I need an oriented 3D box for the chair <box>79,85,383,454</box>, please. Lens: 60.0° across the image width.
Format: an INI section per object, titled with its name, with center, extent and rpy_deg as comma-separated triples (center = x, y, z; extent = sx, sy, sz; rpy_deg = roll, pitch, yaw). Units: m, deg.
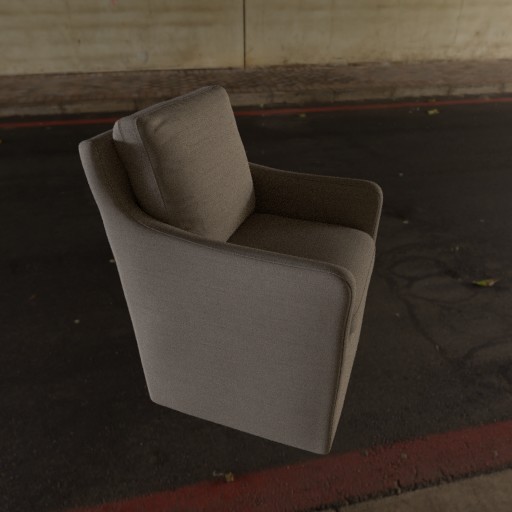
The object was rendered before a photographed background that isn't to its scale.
[chair]
center = 0.000, 0.000, 1.376
extent = 0.694, 0.914, 0.626
rpy_deg = 11, 32, 17
